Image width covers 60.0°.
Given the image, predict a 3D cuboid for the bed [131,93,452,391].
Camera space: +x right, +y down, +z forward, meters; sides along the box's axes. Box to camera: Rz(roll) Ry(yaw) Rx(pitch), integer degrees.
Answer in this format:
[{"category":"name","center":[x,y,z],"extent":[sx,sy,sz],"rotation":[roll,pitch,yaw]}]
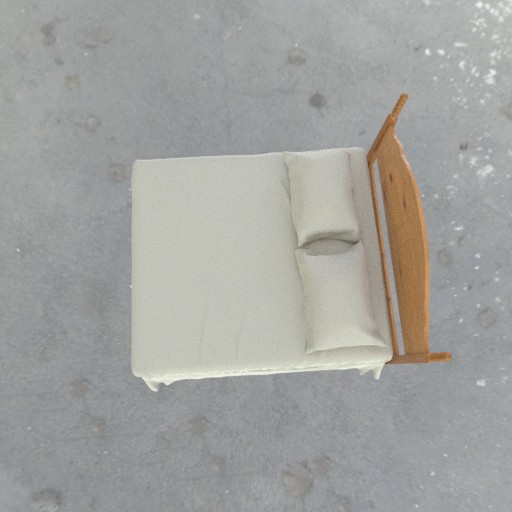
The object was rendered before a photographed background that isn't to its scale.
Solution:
[{"category":"bed","center":[0.000,0.000,3.209],"extent":[2.040,1.356,1.873],"rotation":[-4,76,-1]}]
